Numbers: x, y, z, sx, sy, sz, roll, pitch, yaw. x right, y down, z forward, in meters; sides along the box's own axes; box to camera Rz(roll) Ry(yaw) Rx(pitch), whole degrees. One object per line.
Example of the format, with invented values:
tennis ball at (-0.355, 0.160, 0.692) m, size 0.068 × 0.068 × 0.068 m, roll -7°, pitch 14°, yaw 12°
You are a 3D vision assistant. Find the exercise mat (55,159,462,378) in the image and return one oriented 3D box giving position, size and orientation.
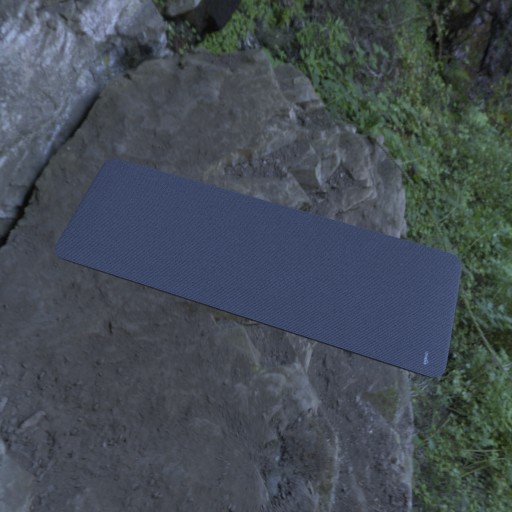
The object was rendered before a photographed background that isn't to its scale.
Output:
exercise mat at (0.000, 0.000, 2.123) m, size 1.884 × 0.021 × 0.616 m, roll 17°, pitch 66°, yaw 8°
